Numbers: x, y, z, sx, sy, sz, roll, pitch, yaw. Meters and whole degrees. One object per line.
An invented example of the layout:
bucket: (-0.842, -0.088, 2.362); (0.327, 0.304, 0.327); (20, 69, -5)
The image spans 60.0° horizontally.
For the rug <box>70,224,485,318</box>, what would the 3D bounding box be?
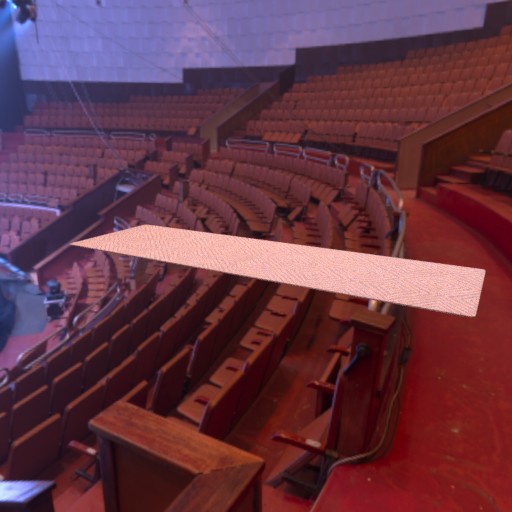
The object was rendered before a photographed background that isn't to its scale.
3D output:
rug: (0.000, 0.000, 2.489); (2.277, 0.008, 0.676); (9, 18, 28)
